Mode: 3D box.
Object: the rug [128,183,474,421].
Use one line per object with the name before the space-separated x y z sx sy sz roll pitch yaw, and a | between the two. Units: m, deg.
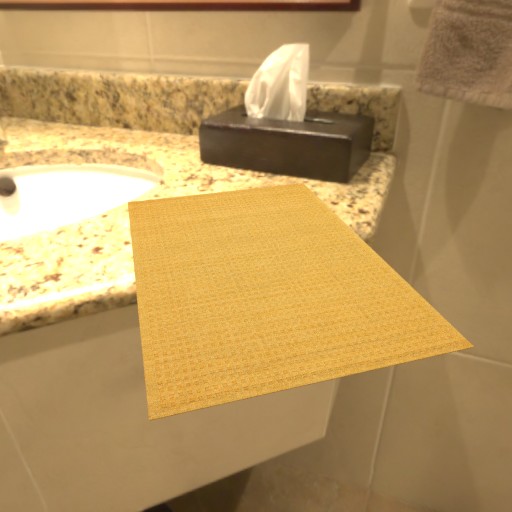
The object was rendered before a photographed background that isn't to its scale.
rug | 0.000 0.000 3.713 1.981 0.006 2.895 -8 31 -14
